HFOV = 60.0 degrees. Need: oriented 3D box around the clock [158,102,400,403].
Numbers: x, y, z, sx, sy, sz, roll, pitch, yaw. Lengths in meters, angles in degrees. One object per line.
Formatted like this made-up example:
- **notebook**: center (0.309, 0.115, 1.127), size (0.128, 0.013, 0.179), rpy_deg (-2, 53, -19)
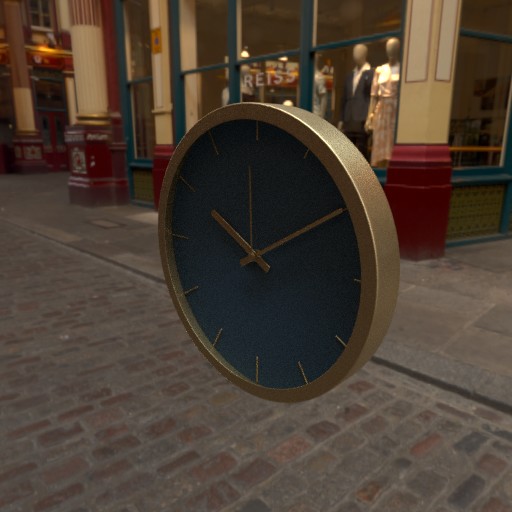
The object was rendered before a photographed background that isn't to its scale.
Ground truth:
- **clock**: center (0.000, 0.000, 0.480), size (0.314, 0.314, 0.040), rpy_deg (14, 21, 42)
